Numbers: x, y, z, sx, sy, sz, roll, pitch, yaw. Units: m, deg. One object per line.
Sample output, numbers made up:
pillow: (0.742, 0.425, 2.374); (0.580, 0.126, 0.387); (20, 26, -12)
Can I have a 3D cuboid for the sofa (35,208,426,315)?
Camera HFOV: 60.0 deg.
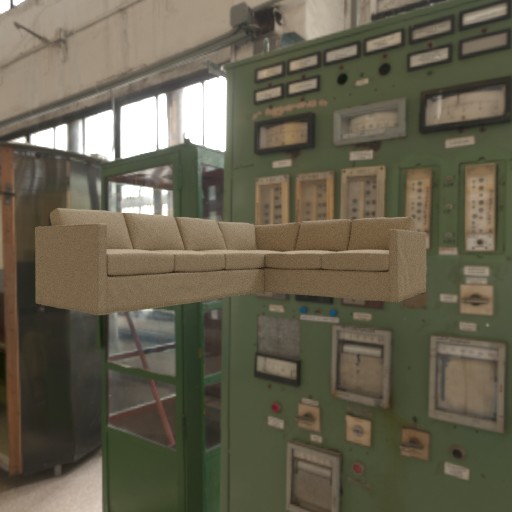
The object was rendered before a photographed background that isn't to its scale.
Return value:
sofa: (0.000, 0.000, 4.382); (2.432, 0.871, 3.182); (0, 1, 36)
